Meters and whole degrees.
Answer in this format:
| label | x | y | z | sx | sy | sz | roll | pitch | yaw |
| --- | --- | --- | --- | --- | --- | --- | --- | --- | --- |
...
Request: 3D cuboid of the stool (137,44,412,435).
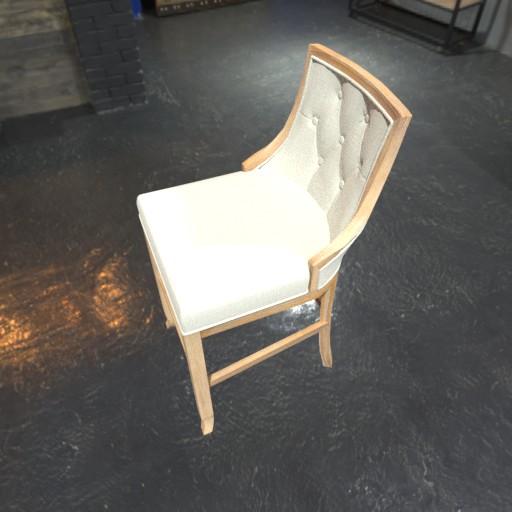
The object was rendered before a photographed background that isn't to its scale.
| label | x | y | z | sx | sy | sz | roll | pitch | yaw |
| --- | --- | --- | --- | --- | --- | --- | --- | --- | --- |
| stool | 0.000 | 0.000 | 1.436 | 0.626 | 1.101 | 0.524 | -17 | 49 | -16 |
